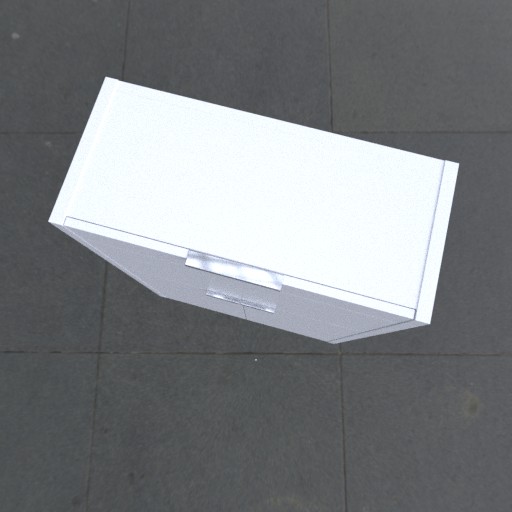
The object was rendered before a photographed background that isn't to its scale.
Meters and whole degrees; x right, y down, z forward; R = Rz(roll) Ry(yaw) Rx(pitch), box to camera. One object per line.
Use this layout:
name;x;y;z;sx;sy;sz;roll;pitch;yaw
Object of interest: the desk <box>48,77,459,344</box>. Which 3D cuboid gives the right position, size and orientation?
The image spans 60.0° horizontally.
desk;0.000;0.000;1.569;0.850;1.190;0.390;15;77;3
